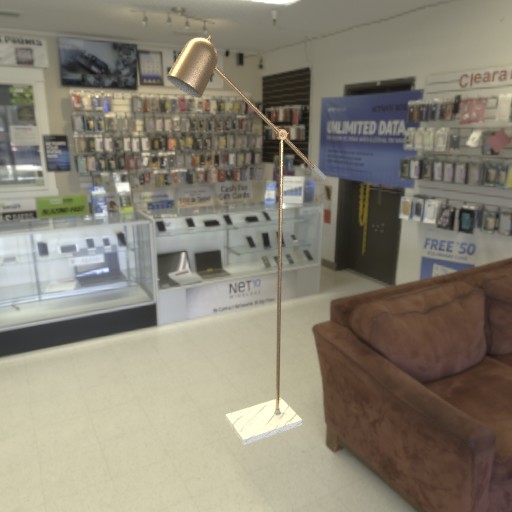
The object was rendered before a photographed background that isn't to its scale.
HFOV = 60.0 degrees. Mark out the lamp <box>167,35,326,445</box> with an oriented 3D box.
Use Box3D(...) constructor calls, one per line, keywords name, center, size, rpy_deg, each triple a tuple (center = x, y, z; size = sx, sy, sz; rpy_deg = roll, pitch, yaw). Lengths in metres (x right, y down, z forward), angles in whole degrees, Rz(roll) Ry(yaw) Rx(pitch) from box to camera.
Box3D(name="lamp", center=(0.000, 0.000, 1.791), size=(0.653, 1.594, 0.194), rpy_deg=(-8, 18, -26))
